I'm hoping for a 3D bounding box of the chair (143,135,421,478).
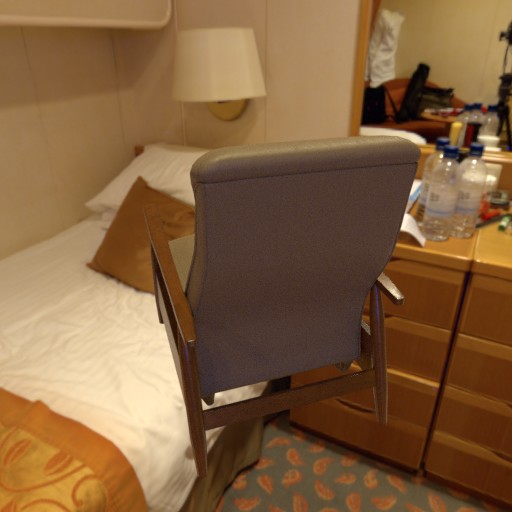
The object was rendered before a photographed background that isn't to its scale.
[{"bbox_3d":[0.000,0.000,1.757,0.762,1.082,1.014,-9,28,-17],"label":"chair"}]
